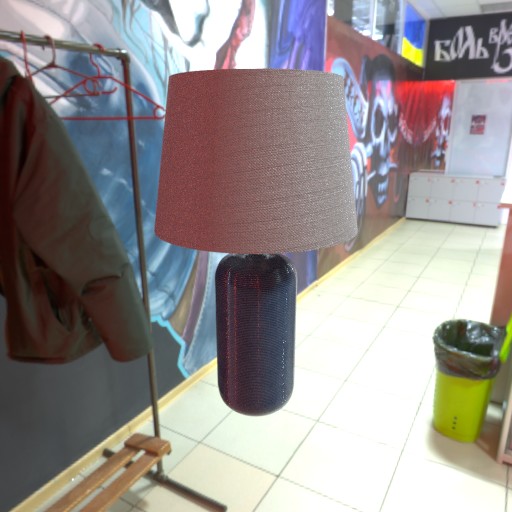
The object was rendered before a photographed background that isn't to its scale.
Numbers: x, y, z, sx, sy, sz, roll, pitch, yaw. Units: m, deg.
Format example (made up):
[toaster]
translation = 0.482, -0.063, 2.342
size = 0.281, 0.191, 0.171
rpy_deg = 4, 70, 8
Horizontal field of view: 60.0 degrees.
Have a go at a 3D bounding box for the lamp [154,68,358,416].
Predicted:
[lamp]
translation = 0.000, 0.000, 0.574
size = 0.253, 0.428, 0.253
rpy_deg = 0, 16, 0
